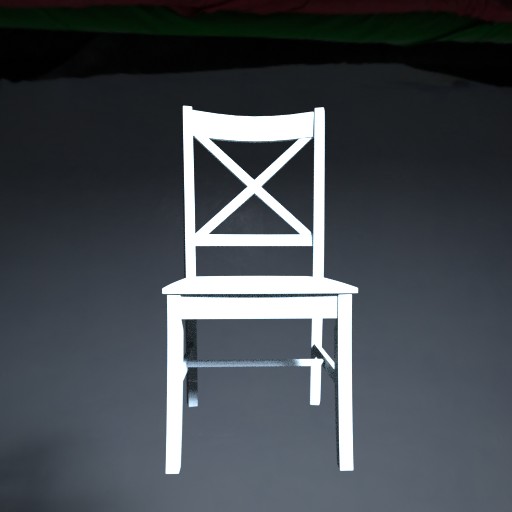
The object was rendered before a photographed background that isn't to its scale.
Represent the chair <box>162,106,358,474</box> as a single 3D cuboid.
[{"bbox_3d":[0.000,0.000,1.269,0.485,0.983,0.542,0,1,-2],"label":"chair"}]
